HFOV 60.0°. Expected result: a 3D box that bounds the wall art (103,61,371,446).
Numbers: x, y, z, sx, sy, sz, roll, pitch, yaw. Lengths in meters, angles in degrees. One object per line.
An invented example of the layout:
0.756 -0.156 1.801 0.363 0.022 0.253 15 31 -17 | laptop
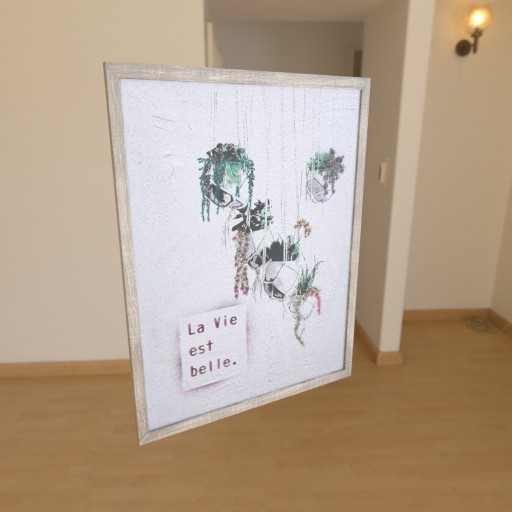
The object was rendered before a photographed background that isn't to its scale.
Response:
0.000 0.000 1.322 0.781 1.022 0.035 -9 19 -28 | wall art
